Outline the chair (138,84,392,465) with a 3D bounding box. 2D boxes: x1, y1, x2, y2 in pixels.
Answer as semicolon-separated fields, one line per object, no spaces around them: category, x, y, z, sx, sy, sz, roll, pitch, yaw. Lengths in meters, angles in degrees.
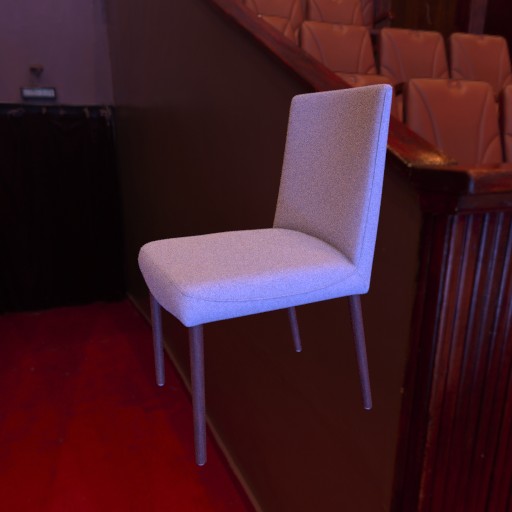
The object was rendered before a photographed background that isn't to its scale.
chair;0.000;0.000;1.189;0.570;0.859;0.456;-8;18;-25
